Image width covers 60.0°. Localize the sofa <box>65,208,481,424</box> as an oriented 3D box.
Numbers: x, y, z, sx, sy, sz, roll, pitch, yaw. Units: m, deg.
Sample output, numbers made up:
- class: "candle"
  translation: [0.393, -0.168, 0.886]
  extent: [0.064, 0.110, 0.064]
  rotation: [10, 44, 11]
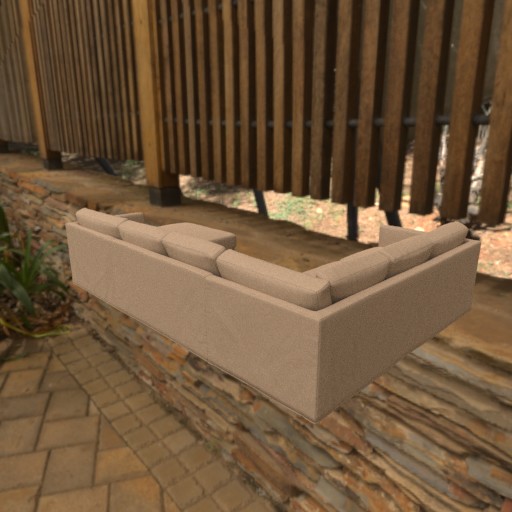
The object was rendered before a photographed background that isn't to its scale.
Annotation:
- class: "sofa"
  translation: [0.000, 0.000, 4.496]
  extent: [2.427, 0.882, 3.460]
  rotation: [-16, 23, -42]
